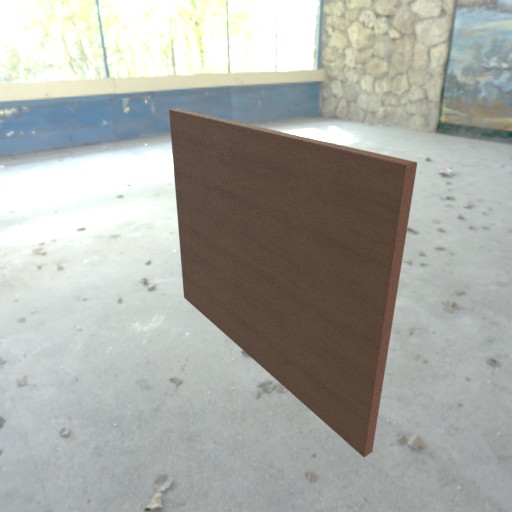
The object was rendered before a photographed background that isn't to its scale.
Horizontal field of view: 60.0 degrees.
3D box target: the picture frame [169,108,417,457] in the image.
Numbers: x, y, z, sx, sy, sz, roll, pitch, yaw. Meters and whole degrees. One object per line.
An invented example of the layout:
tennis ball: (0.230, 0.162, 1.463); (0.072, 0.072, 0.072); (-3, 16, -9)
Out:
picture frame: (0.000, 0.000, 1.808); (0.045, 1.018, 1.329); (-17, 30, -32)
